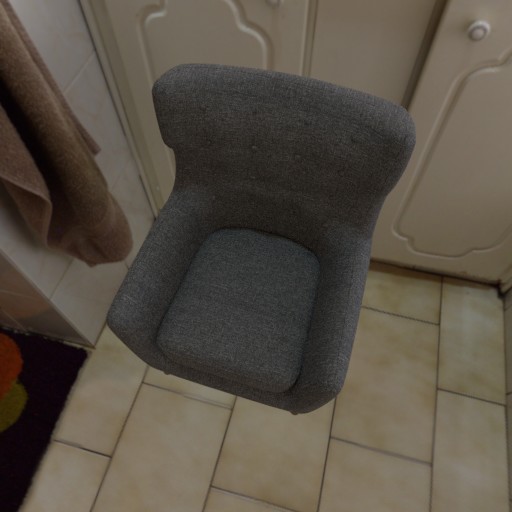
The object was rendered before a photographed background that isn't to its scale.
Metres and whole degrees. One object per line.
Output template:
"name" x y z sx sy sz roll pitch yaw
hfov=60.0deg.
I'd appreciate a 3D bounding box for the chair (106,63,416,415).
"chair" 0.000 0.000 1.719 0.878 1.063 0.904 15 59 9
